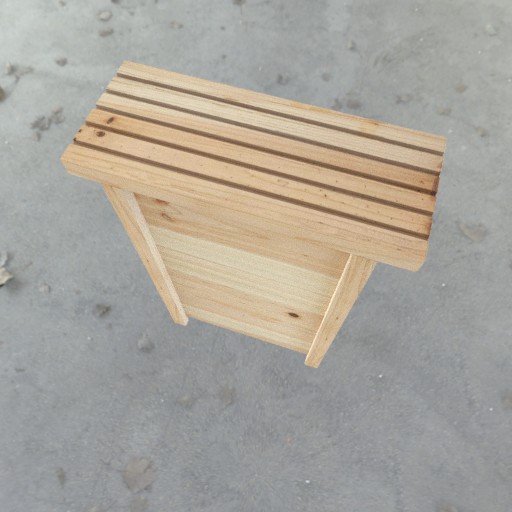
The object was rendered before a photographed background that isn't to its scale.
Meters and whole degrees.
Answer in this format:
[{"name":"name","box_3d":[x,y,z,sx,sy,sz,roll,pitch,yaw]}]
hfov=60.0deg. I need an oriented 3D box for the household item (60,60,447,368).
[{"name":"household item","box_3d":[0.000,0.000,0.552,0.301,0.407,0.123,16,65,8]}]
